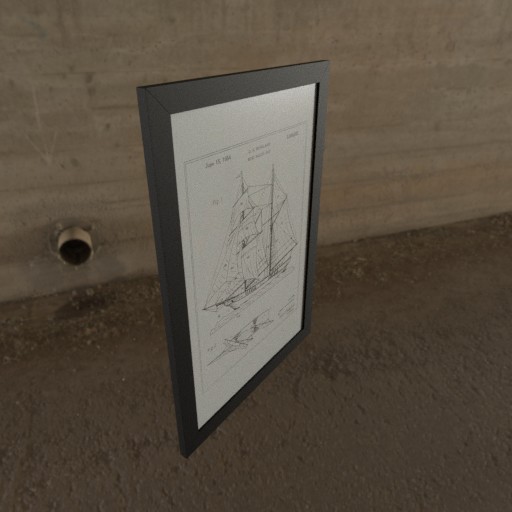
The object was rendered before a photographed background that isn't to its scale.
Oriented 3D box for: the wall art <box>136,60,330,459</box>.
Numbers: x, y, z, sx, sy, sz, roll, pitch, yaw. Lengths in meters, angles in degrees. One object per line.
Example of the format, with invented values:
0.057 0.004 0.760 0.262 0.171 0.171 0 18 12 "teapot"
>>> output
0.000 0.000 0.591 0.011 0.459 0.326 19 34 31 "wall art"
